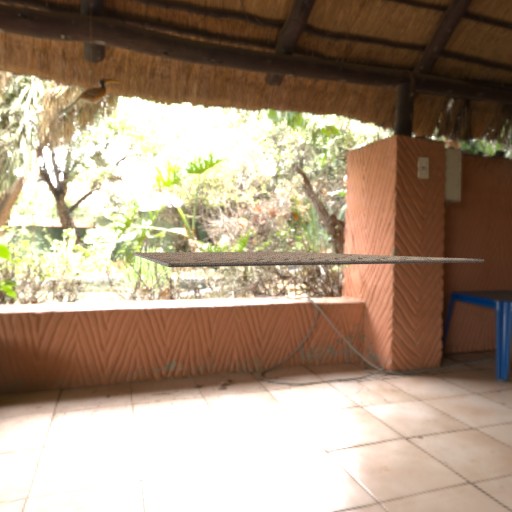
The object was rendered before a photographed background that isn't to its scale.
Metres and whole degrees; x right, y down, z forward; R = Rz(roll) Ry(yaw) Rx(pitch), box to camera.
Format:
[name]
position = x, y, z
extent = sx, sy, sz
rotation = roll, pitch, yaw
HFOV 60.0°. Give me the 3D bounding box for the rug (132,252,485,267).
[rug]
position = 0.000, 0.000, 3.059
extent = 1.524, 0.015, 2.438
rotation = 0, 2, -19
